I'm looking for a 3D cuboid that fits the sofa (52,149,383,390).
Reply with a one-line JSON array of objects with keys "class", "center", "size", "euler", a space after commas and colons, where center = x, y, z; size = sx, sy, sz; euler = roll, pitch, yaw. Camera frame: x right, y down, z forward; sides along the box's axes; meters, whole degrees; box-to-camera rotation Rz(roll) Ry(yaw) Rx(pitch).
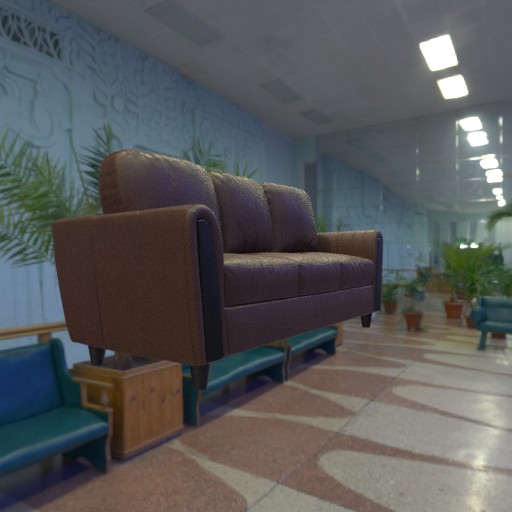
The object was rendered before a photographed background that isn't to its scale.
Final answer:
[{"class": "sofa", "center": [0.000, 0.000, 2.367], "size": [0.802, 0.915, 1.862], "euler": [0, 0, 34]}]
